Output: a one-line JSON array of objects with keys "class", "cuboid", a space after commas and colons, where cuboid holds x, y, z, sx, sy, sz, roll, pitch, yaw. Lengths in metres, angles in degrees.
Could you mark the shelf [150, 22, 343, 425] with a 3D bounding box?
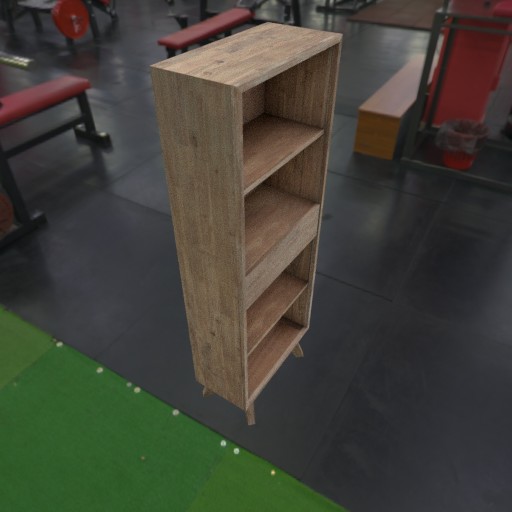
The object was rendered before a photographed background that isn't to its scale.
[{"class": "shelf", "cuboid": [0.000, 0.000, 1.528, 0.267, 1.342, 0.491, 23, 45, 25]}]
